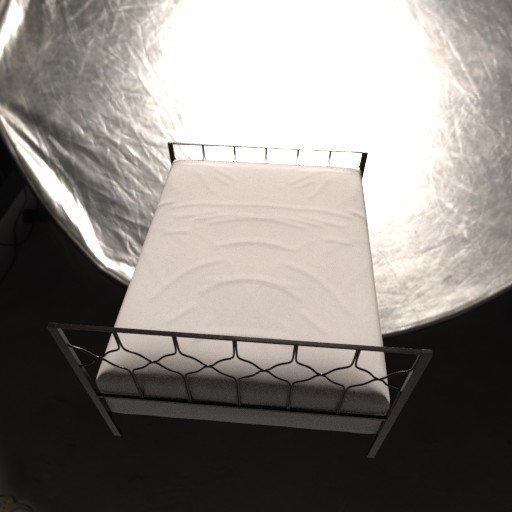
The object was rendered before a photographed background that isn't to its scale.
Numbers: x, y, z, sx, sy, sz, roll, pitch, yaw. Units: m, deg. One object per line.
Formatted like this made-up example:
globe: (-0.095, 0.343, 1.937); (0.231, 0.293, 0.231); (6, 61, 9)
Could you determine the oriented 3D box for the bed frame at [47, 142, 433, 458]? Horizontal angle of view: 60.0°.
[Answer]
bed frame: (0.000, 0.000, 2.963); (1.597, 1.222, 2.063); (4, 48, 3)
